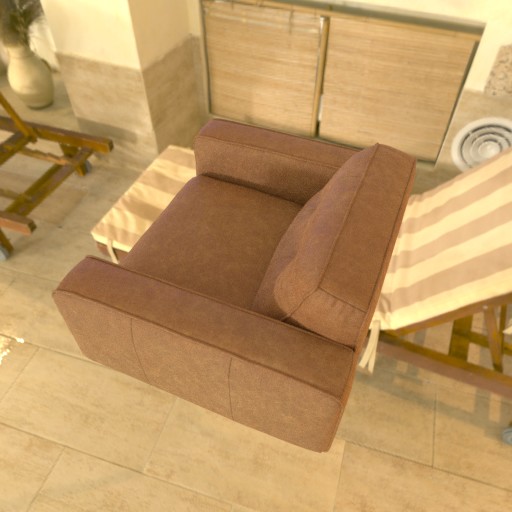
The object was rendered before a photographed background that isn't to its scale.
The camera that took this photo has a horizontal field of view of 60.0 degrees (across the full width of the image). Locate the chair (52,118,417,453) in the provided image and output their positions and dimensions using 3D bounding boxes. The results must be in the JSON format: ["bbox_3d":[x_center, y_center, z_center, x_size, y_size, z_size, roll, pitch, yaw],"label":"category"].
[{"bbox_3d":[0.000,0.000,1.698,0.952,0.782,1.118,18,50,15],"label":"chair"}]
